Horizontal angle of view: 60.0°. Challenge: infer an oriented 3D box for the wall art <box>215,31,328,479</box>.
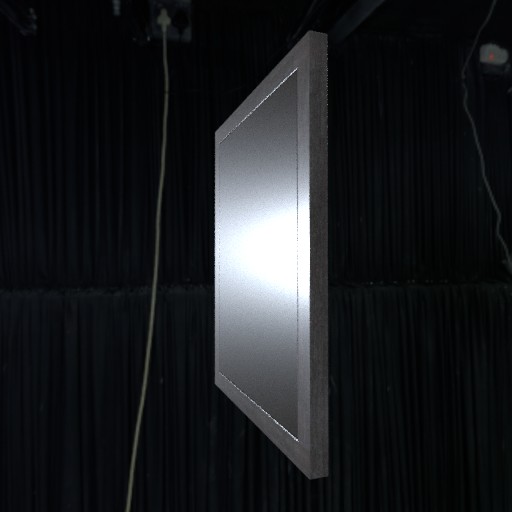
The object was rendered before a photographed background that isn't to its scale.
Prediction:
[{"bbox_3d":[0.000,0.000,0.802,0.027,0.580,0.479,0,-1,-20],"label":"wall art"}]
